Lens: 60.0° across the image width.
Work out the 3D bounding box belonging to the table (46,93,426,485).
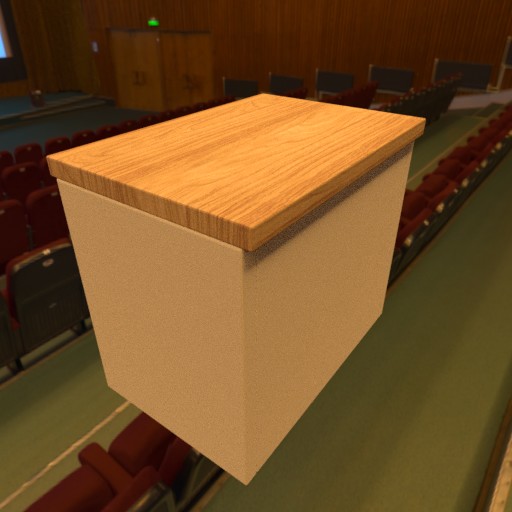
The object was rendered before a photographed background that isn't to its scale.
[{"bbox_3d":[0.000,0.000,0.797,0.360,0.440,0.500,21,37,30],"label":"table"}]
